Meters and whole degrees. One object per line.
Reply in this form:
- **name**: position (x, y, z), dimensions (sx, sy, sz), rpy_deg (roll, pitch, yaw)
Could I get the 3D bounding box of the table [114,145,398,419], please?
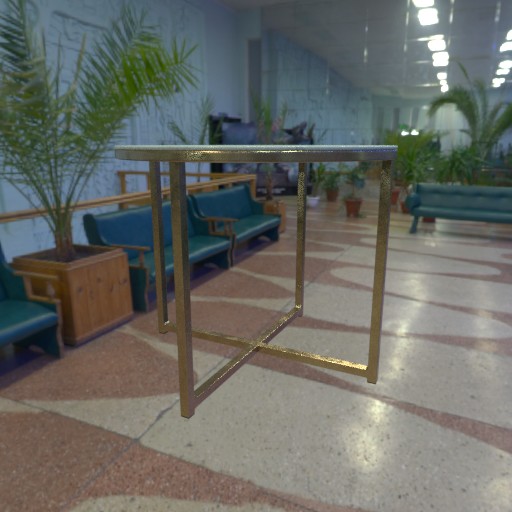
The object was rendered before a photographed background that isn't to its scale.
- **table**: position (0.000, 0.000, 0.869), dimensions (0.500, 0.420, 0.500), rpy_deg (0, 14, 0)
